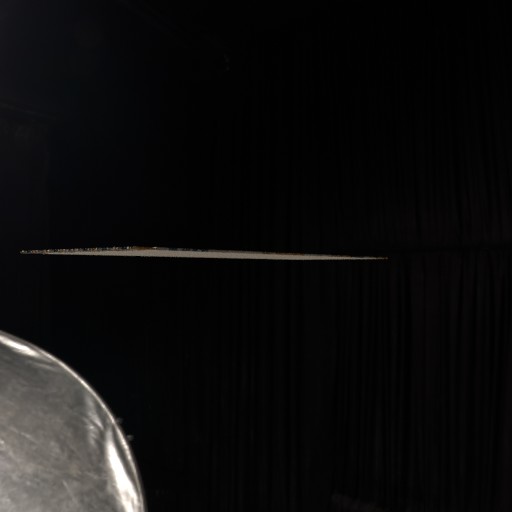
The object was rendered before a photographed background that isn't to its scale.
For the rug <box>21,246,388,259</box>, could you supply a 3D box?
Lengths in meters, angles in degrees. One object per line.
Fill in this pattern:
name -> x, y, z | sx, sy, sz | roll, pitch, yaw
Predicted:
rug -> 0.000, 0.000, 2.683 | 0.783, 0.010, 2.437 | -1, -2, 36
